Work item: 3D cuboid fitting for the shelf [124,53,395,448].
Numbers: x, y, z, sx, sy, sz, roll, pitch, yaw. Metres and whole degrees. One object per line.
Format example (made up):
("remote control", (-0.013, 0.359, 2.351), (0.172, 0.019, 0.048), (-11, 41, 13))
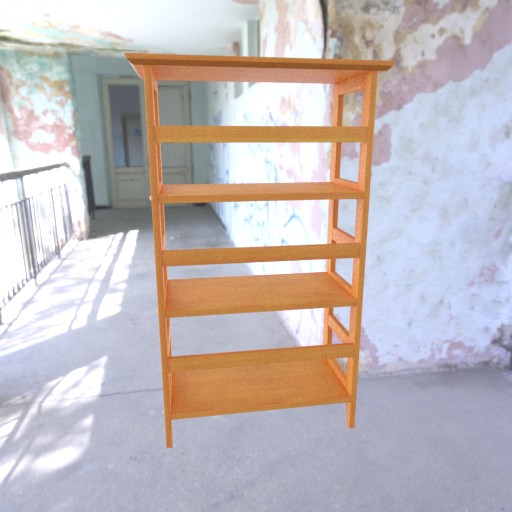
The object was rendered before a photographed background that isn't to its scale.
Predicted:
("shelf", (0.000, 0.000, 1.344), (0.660, 1.067, 0.305), (-2, 15, -9))
